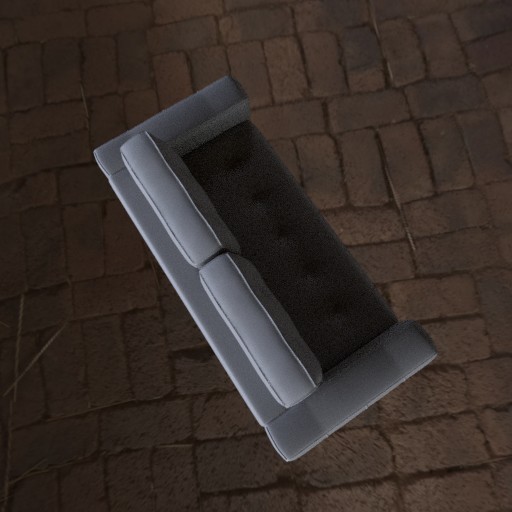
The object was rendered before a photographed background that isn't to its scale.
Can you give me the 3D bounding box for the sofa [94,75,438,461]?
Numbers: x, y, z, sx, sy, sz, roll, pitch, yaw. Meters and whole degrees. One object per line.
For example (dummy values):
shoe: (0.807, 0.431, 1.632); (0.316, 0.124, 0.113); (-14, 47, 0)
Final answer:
sofa: (0.000, 0.000, 2.224); (0.833, 0.892, 1.726); (-33, 77, -8)
